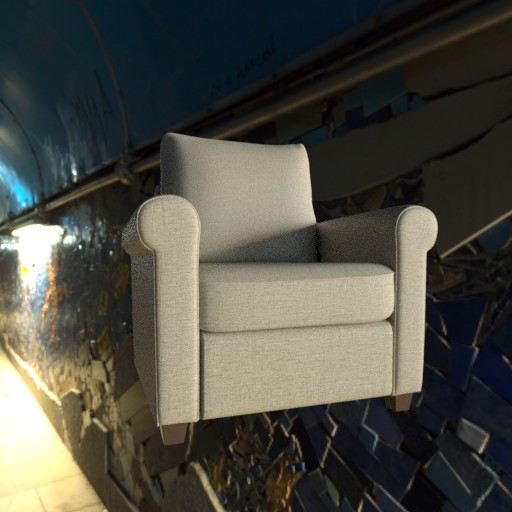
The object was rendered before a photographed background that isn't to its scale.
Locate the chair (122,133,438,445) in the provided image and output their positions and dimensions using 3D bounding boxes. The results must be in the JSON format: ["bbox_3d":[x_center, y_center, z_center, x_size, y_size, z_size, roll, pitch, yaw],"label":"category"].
[{"bbox_3d":[0.000,0.000,2.249,1.275,1.349,1.180,0,1,-20],"label":"chair"}]
